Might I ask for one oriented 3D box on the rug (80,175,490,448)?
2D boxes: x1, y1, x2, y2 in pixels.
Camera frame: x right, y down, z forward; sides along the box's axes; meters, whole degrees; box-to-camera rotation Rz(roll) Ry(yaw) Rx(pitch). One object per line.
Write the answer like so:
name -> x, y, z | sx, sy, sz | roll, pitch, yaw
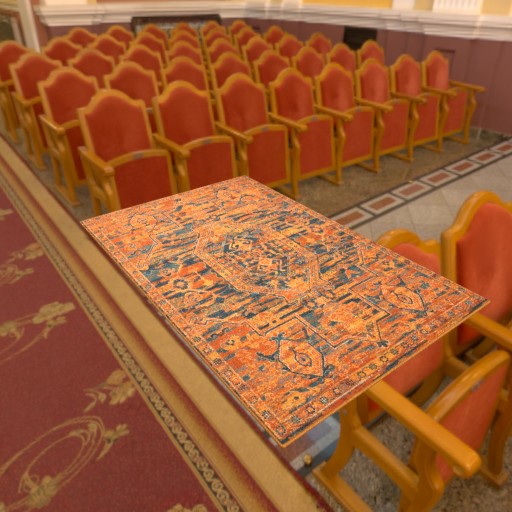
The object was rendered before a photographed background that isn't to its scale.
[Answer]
rug -> 0.000, 0.000, 1.059 | 0.557, 0.008, 0.863 | -22, 38, -31
